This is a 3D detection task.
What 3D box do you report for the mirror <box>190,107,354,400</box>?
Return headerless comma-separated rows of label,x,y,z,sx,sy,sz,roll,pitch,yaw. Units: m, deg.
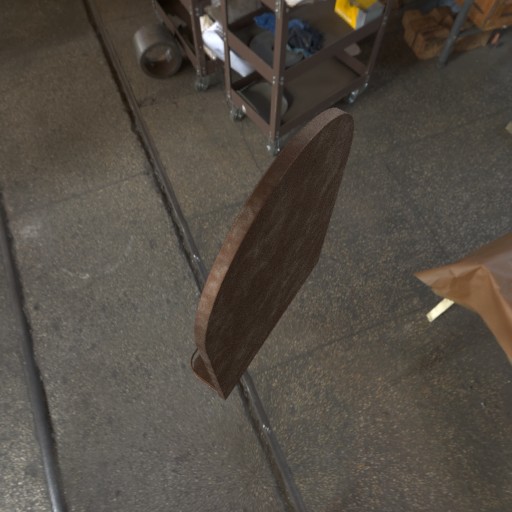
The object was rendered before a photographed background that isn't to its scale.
mirror,0.000,0.000,0.978,0.137,0.770,0.510,31,67,14
